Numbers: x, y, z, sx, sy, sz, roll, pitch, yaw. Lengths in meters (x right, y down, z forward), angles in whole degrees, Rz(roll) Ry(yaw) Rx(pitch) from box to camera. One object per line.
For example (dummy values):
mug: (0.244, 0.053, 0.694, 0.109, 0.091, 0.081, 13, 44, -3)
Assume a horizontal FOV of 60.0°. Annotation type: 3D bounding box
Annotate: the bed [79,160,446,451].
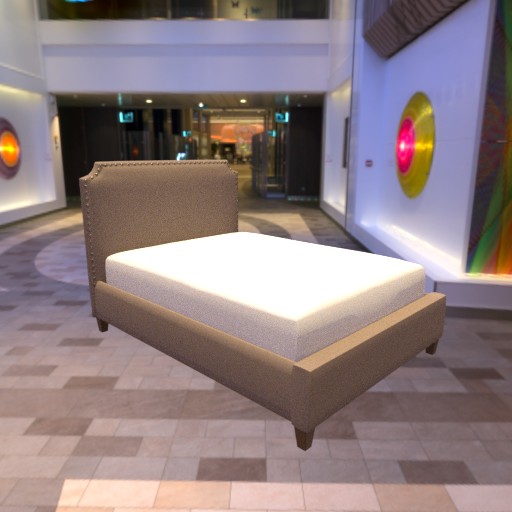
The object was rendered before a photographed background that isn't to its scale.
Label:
bed: (0.000, 0.000, 3.490, 2.372, 1.443, 1.713, 13, 18, 43)
